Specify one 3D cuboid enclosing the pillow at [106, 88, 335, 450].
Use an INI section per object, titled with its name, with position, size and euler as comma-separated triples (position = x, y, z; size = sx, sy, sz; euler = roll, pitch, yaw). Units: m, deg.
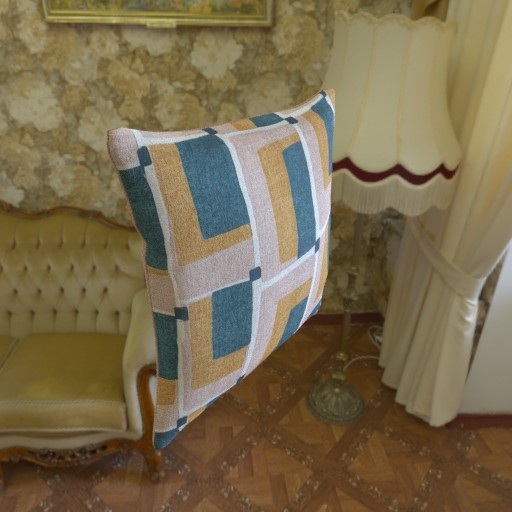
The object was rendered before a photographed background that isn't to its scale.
[pillow]
position = 0.000, 0.000, 0.727
size = 0.158, 0.479, 0.478
euler = 20, 33, 33
